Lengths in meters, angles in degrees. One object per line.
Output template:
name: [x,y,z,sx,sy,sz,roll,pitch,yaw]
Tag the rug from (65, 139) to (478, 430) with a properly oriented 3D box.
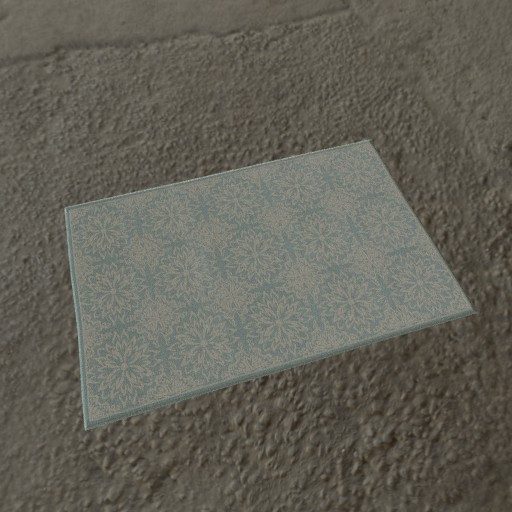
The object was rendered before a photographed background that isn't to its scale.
rug: [0.000,0.000,2.279,1.840,0.012,1.219,-14,59,-9]
